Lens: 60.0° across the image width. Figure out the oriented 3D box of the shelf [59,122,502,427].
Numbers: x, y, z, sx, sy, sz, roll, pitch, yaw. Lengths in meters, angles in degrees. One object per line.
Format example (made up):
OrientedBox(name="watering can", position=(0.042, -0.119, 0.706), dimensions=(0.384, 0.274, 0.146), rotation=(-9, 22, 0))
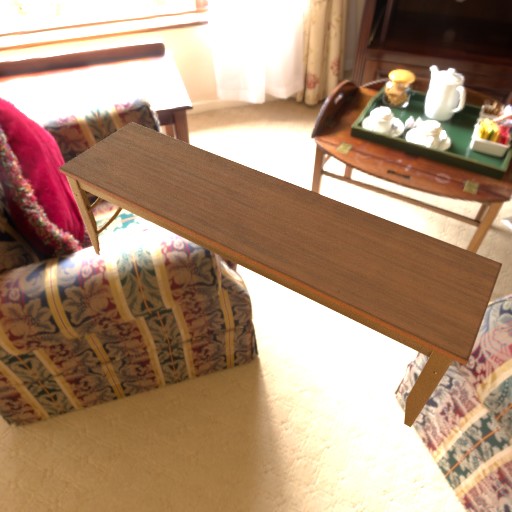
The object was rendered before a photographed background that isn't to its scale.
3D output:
OrientedBox(name="shelf", position=(0.000, 0.000, 0.700), dimensions=(0.636, 0.190, 0.166), rotation=(25, 52, 22))
